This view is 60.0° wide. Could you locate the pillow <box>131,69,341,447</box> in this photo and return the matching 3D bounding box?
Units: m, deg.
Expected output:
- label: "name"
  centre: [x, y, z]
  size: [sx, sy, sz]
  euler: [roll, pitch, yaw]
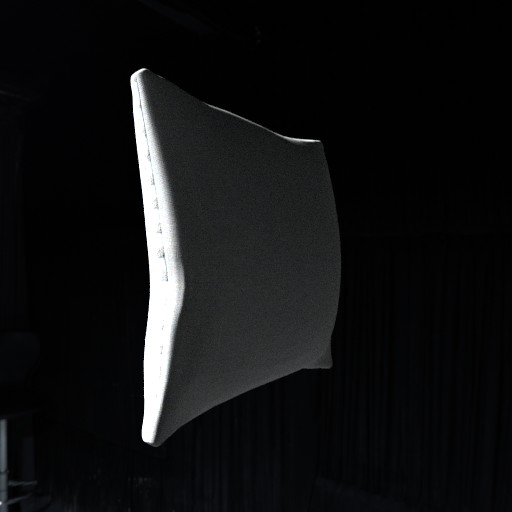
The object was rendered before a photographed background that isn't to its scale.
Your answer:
- label: "pillow"
  centre: [0.000, 0.000, 0.770]
  size: [0.219, 0.491, 0.496]
  euler: [1, 1, 36]
